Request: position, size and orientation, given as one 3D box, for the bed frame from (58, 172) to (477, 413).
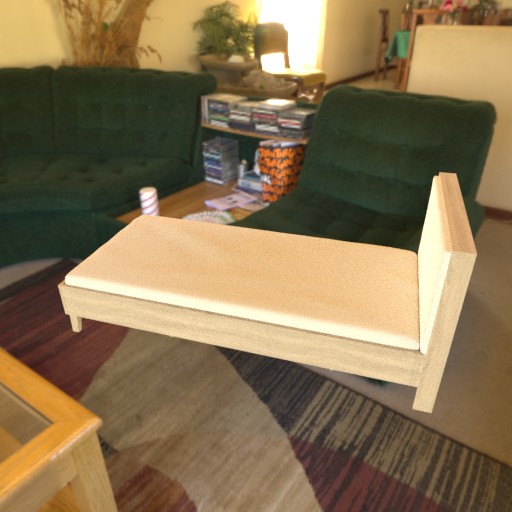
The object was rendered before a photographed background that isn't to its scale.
[{"bbox_3d":[0.000,0.000,2.675,2.140,0.920,0.990,9,31,15],"label":"bed frame"}]
